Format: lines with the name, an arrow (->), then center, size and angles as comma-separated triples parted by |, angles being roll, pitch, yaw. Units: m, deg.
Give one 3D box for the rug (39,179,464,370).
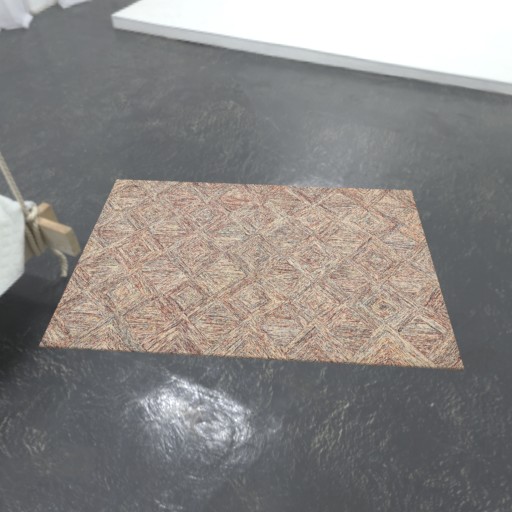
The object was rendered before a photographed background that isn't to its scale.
rug -> 0.000, 0.000, 2.905 | 2.285, 0.019, 1.523 | 3, 46, 2
